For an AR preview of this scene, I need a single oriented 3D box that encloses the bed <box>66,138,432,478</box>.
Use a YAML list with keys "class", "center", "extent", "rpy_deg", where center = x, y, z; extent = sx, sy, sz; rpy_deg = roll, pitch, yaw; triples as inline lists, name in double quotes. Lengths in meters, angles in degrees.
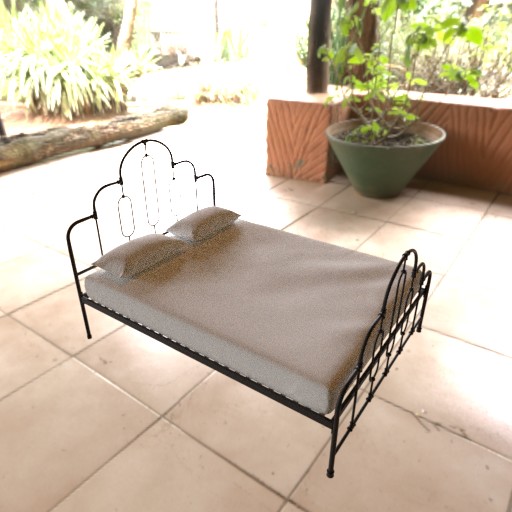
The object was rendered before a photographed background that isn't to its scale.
- class: "bed"
  center: [0.000, 0.000, 3.249]
  extent: [2.163, 1.429, 1.640]
  rpy_deg: [18, 32, 31]
